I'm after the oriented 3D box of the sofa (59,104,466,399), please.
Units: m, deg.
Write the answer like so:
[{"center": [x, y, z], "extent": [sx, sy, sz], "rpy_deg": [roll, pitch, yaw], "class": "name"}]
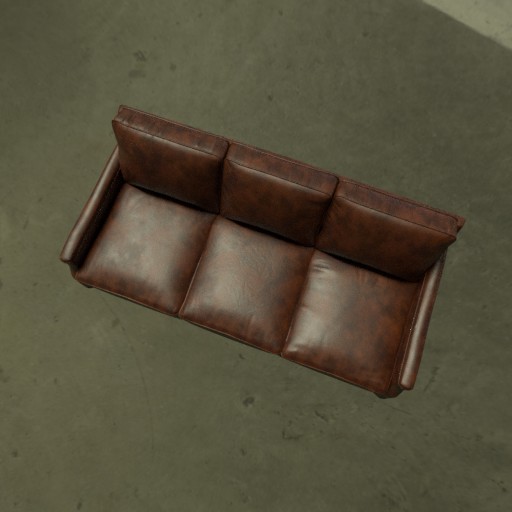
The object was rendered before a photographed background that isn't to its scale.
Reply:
[{"center": [0.000, 0.000, 2.819], "extent": [2.240, 1.003, 1.084], "rpy_deg": [20, 76, 5], "class": "sofa"}]
